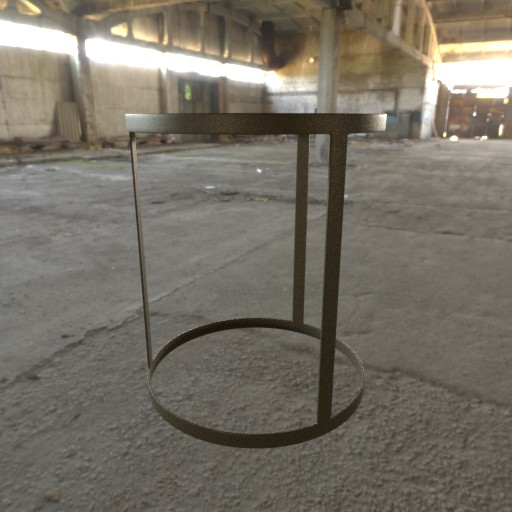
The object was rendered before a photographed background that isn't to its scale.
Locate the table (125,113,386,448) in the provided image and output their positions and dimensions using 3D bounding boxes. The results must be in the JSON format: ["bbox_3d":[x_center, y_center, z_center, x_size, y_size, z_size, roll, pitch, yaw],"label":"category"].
[{"bbox_3d":[0.000,0.000,0.929,0.480,0.565,0.480,0,17,0],"label":"table"}]
